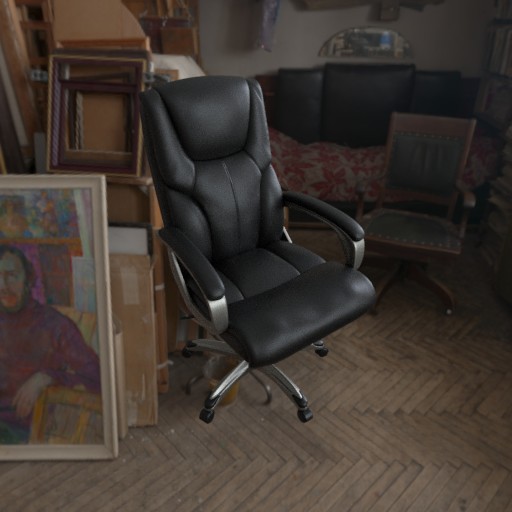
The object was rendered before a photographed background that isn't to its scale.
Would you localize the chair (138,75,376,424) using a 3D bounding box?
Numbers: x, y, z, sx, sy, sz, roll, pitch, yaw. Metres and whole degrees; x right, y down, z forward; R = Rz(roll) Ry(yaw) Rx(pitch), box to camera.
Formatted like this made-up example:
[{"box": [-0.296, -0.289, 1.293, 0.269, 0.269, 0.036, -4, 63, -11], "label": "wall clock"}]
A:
[{"box": [0.000, 0.000, 1.621, 0.663, 1.155, 0.739, -21, 36, -31], "label": "chair"}]
